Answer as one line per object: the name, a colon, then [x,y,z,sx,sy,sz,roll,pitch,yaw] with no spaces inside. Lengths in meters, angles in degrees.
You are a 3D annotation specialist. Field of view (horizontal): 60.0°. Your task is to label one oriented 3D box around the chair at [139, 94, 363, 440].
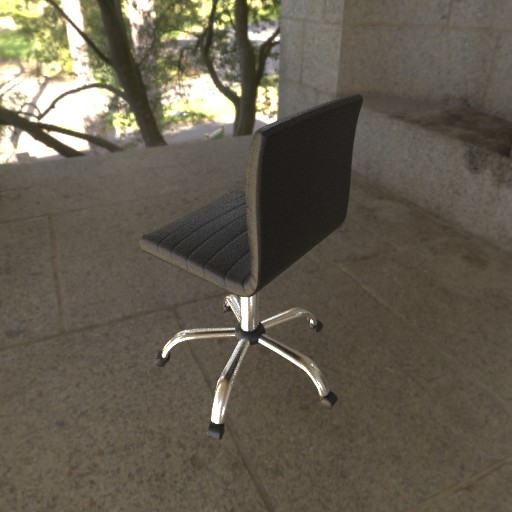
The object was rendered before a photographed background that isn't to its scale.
chair: [0.000,0.000,1.141,0.530,0.780,0.556,21,37,31]
